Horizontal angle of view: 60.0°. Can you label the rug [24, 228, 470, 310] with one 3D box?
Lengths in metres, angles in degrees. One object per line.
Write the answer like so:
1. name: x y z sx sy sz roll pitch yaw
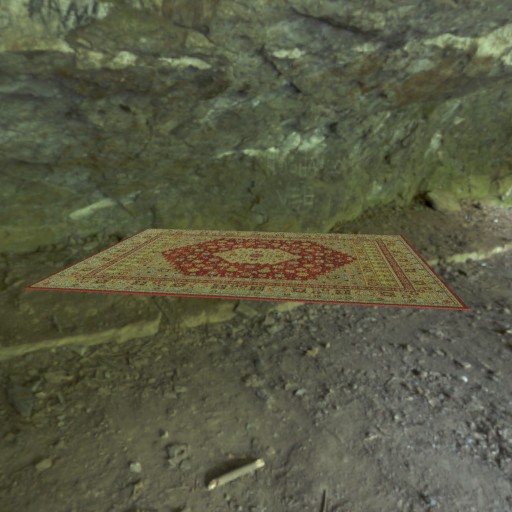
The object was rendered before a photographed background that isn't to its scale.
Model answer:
1. rug: 0.000 0.000 4.133 3.053 0.013 2.387 2 14 8
